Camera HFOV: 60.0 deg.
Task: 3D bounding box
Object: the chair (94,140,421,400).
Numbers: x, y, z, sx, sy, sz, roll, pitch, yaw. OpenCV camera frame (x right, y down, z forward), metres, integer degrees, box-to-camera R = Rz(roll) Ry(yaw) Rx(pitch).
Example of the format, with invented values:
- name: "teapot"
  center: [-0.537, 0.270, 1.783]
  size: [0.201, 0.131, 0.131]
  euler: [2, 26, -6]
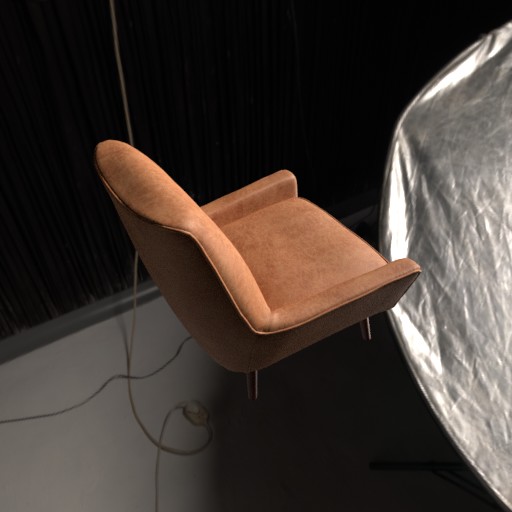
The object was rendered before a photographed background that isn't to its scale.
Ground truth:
- name: "chair"
  center: [0.000, 0.000, 1.524]
  size: [0.851, 0.883, 0.753]
  euler: [-24, 47, -24]
